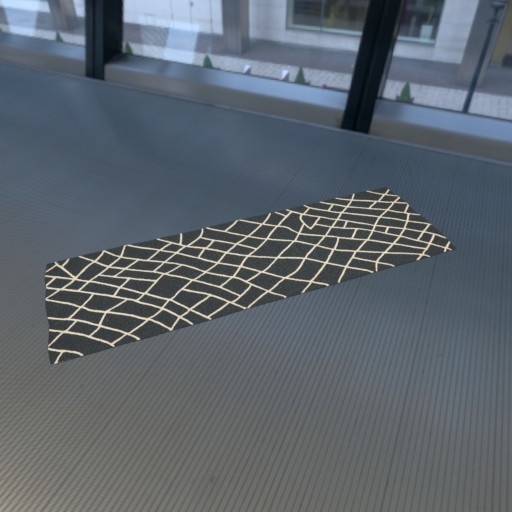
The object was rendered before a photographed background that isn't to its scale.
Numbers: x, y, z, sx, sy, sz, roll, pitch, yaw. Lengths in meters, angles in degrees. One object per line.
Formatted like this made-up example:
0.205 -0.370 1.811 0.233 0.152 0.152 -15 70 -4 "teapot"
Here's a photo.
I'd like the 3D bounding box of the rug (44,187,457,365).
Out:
0.000 0.000 2.770 2.476 0.010 0.807 -14 42 -16 "rug"
